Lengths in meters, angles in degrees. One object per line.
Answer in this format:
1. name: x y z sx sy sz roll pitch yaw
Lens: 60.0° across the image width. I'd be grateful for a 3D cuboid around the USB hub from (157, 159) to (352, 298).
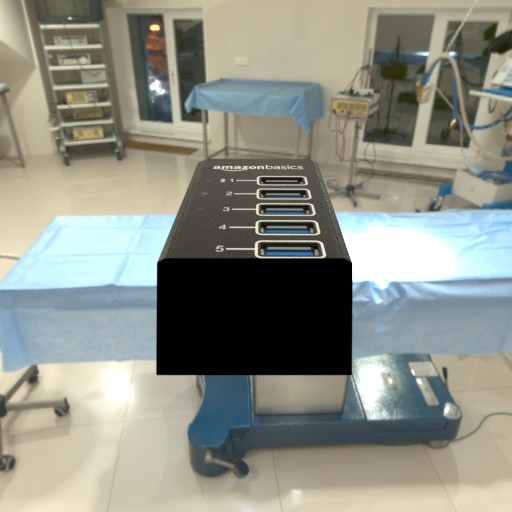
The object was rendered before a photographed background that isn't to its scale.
1. USB hub: 0.000 0.000 0.124 0.044 0.023 0.110 0 29 1
